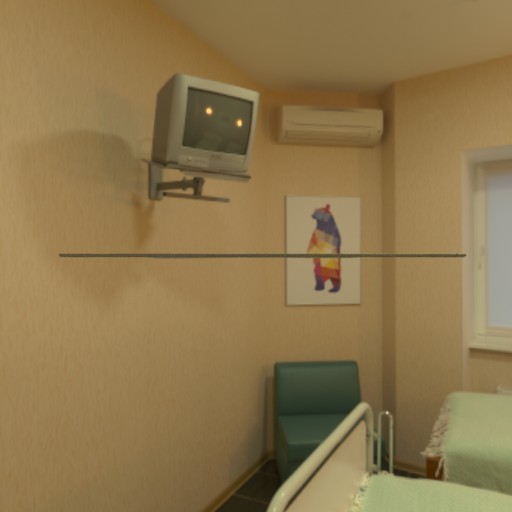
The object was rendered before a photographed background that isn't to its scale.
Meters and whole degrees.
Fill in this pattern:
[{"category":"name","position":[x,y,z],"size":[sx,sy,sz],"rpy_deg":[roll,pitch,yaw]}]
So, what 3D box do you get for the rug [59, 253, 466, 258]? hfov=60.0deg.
[{"category":"rug","position":[0.000,0.000,4.266],"size":[2.461,0.046,3.237],"rpy_deg":[0,0,-2]}]
